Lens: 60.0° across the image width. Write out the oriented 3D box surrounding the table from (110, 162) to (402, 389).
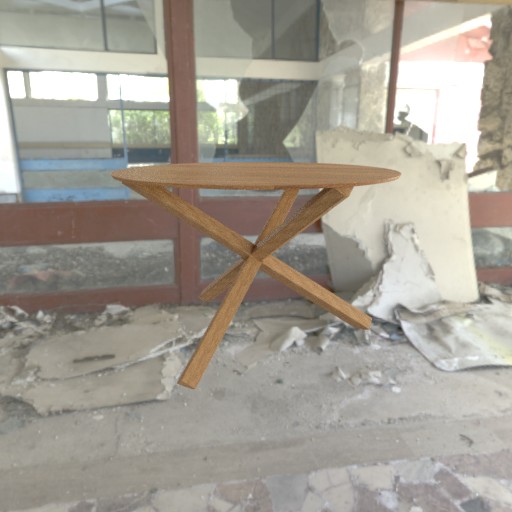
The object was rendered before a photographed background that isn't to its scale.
[{"bbox_3d":[0.000,0.000,1.745,1.038,0.666,1.038,0,15,0],"label":"table"}]
